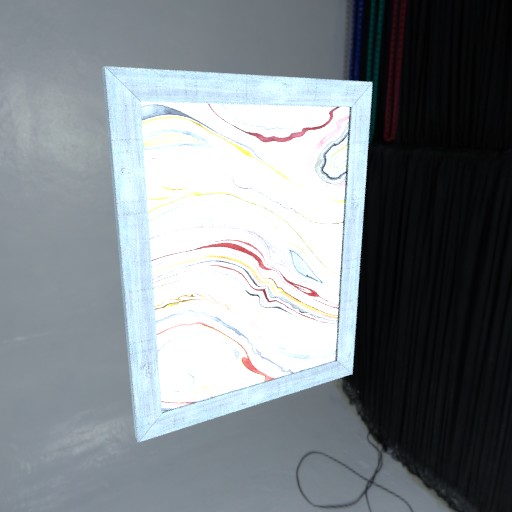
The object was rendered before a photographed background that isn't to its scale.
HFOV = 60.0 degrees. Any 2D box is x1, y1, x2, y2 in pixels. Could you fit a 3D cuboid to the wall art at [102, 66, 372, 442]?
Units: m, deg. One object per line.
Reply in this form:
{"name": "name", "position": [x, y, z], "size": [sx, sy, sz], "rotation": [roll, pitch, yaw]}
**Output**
{"name": "wall art", "position": [0.000, 0.000, 0.811], "size": [0.481, 0.613, 0.020], "rotation": [-8, 18, -27]}
